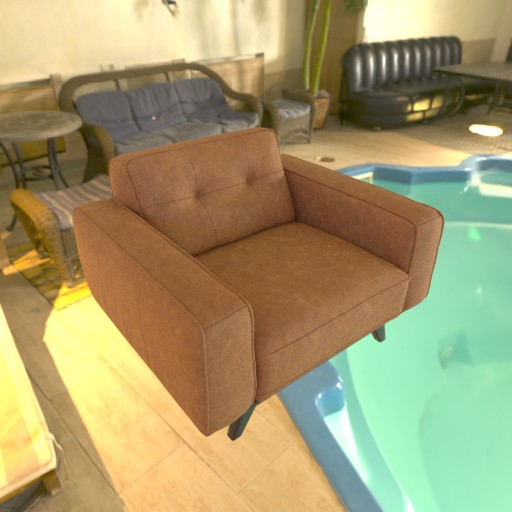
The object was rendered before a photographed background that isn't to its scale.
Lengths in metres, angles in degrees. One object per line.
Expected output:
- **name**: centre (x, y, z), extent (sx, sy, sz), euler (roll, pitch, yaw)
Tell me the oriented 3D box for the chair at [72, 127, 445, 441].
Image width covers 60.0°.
- **chair**: centre (0.000, 0.000, 1.756), extent (1.118, 0.782, 0.952), euler (-22, 37, -33)
